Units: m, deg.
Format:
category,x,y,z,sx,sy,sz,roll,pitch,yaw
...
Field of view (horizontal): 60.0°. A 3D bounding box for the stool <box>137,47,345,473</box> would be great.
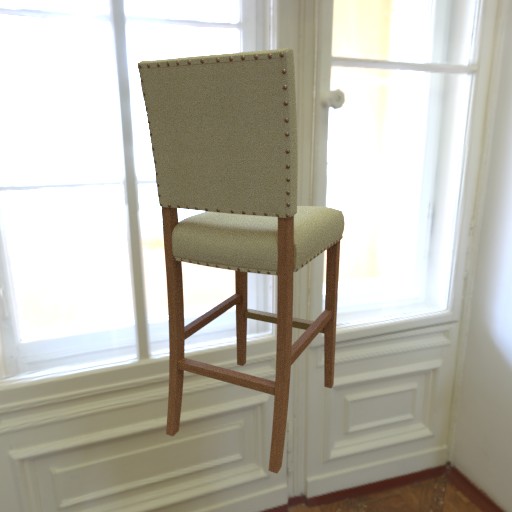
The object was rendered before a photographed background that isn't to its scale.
category,x,y,z,sx,sy,sz,roll,pitch,yaw
stool,0.000,0.000,1.478,0.445,1.168,0.584,8,17,25
